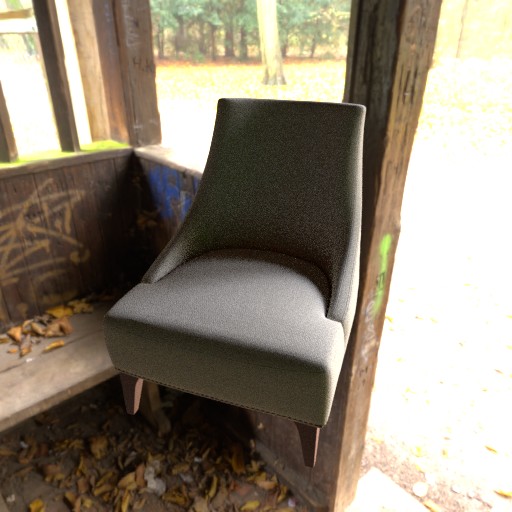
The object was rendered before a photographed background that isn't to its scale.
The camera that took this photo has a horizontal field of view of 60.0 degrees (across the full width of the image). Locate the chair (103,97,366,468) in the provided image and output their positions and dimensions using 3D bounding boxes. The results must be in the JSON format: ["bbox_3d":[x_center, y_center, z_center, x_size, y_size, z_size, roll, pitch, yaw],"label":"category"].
[{"bbox_3d":[0.000,0.000,1.502,0.701,0.909,0.861,9,29,17],"label":"chair"}]
